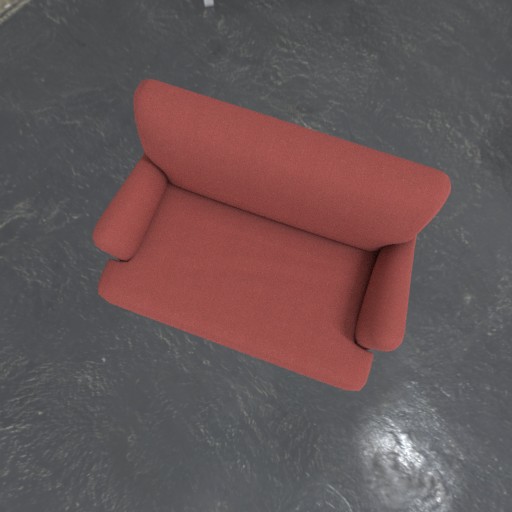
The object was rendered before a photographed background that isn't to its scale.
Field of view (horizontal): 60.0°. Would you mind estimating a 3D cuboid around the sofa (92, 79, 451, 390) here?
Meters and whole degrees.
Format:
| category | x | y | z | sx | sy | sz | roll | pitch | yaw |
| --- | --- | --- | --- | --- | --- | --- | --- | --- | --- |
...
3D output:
| category | x | y | z | sx | sy | sz | roll | pitch | yaw |
| --- | --- | --- | --- | --- | --- | --- | --- | --- | --- |
| sofa | 0.000 | 0.000 | 1.882 | 1.297 | 0.889 | 0.779 | 19 | 76 | 5 |
